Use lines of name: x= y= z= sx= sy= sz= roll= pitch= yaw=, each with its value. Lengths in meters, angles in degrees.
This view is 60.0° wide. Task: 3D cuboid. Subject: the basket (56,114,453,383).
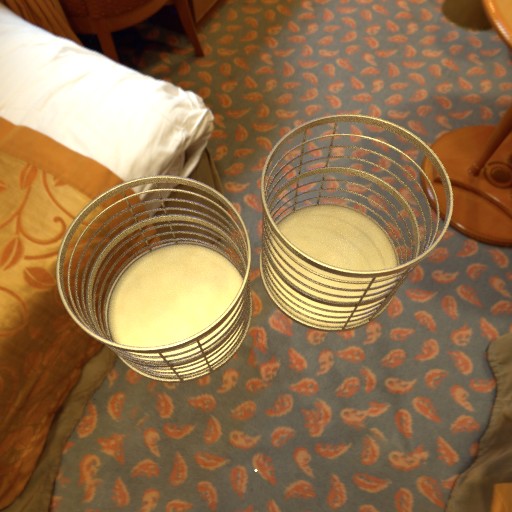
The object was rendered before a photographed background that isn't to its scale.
basket: x=0.000 y=0.000 z=0.954 sx=0.746 sy=0.351 sz=0.356 roll=-16 pitch=65 yaw=-8
